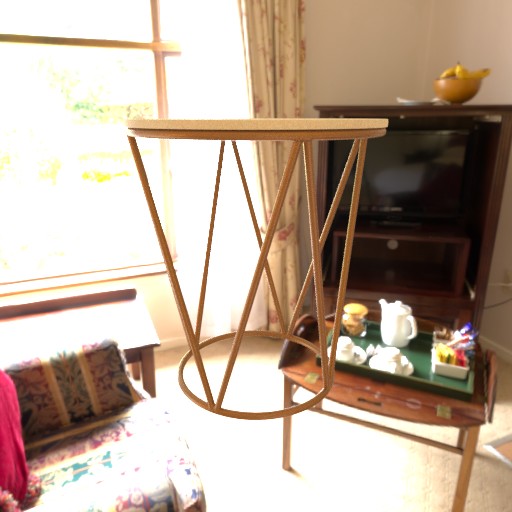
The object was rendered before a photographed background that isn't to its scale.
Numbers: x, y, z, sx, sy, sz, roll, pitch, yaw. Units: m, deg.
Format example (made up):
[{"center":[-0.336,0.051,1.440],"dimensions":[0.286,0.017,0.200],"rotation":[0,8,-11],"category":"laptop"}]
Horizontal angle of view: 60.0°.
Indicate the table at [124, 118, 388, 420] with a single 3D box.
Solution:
[{"center":[0.000,0.000,0.954],"dimensions":[0.500,0.564,0.500],"rotation":[0,17,0],"category":"table"}]
